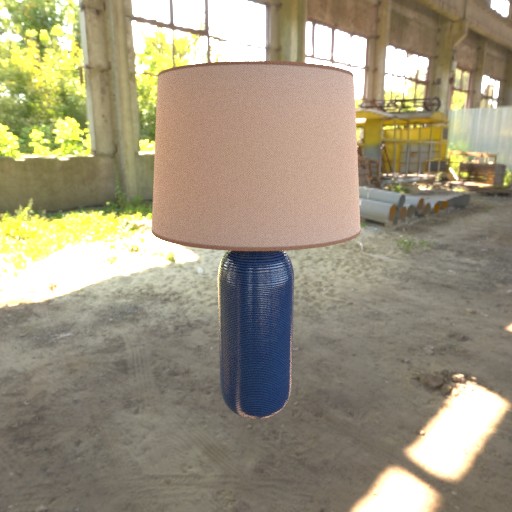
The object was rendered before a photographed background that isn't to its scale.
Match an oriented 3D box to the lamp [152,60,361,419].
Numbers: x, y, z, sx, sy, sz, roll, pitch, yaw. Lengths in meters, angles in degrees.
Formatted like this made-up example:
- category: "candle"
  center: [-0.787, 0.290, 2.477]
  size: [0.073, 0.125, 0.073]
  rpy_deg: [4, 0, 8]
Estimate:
- category: "lamp"
  center: [0.000, 0.000, 0.811]
  size: [0.367, 0.609, 0.367]
  rpy_deg: [0, 14, 0]
